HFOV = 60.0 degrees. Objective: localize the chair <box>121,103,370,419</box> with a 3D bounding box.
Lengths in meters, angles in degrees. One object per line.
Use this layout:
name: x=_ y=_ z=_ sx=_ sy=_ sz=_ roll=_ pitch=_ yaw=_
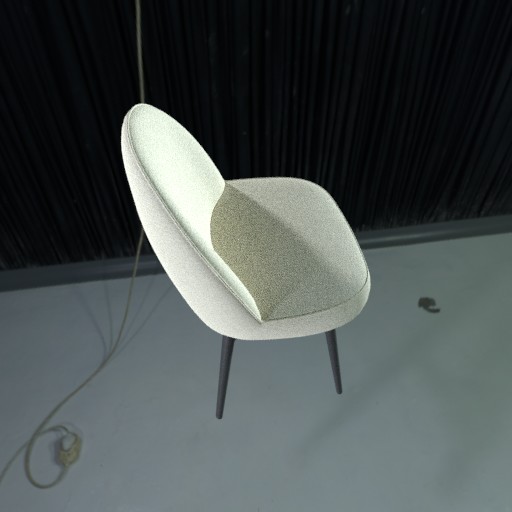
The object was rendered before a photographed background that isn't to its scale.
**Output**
chair: x=0.000 y=0.000 z=1.182 sx=0.540 sy=0.838 sz=0.532 roll=-9 pitch=48 yaw=-8
